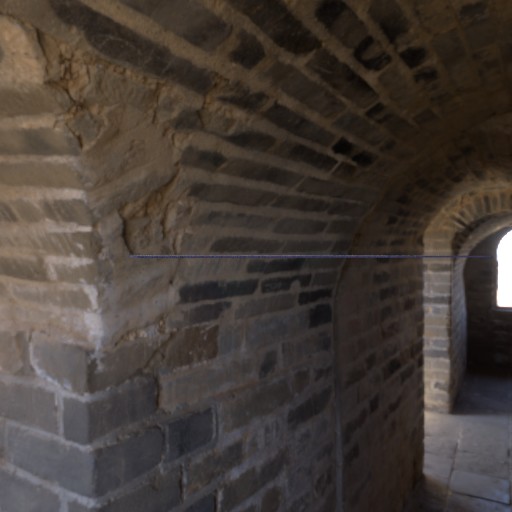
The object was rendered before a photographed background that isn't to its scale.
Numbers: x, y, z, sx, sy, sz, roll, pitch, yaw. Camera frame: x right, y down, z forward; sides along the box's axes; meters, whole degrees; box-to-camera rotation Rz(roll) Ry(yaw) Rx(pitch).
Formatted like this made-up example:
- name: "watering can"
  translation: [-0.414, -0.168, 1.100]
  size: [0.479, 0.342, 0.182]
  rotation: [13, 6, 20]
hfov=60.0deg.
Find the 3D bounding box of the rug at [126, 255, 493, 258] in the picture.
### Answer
- name: "rug"
  translation: [0.000, 0.000, 3.716]
  size: [2.053, 0.011, 2.940]
  rotation: [0, 0, -17]
